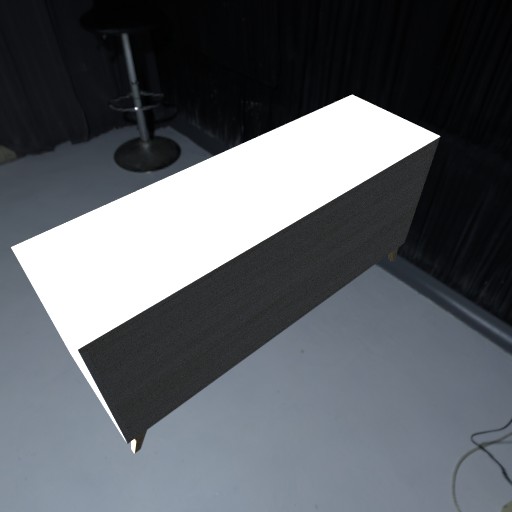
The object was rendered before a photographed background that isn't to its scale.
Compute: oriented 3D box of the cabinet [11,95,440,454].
[{"bbox_3d":[0.000,0.000,1.951,1.649,0.780,0.500,-31,53,-27],"label":"cabinet"}]
